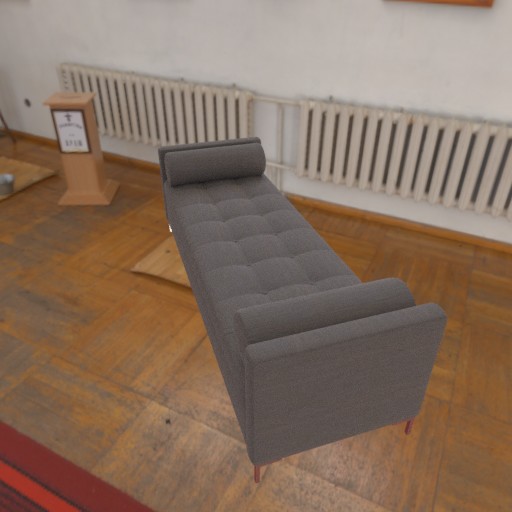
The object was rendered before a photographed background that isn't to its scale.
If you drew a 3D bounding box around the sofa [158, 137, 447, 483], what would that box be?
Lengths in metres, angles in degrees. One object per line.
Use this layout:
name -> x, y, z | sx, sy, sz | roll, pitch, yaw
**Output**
sofa -> 0.000, 0.000, 2.307 | 0.686, 0.635, 1.981 | -10, 34, -15
